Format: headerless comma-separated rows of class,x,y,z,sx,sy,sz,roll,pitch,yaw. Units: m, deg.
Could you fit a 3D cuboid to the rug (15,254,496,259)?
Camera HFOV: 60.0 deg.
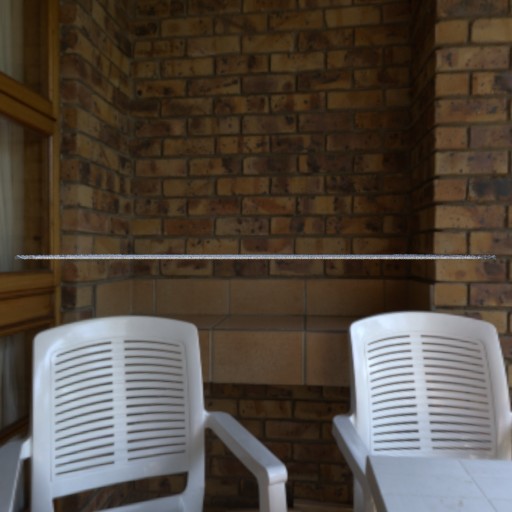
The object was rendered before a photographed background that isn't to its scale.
rug,0.000,0.000,2.933,2.312,0.017,1.613,0,0,1
